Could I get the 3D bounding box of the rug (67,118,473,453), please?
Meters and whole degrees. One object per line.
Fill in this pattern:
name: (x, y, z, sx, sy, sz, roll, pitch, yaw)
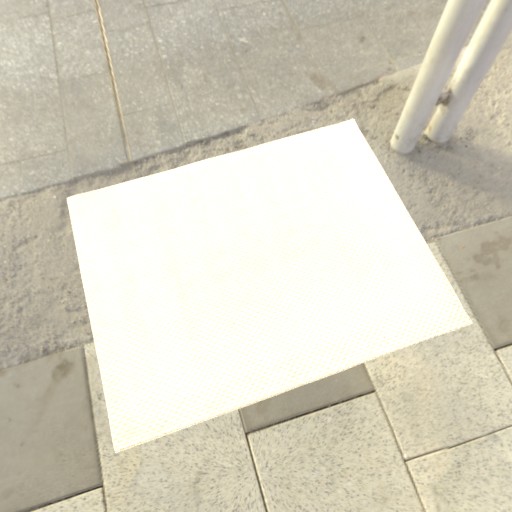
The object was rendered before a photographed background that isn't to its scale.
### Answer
rug: (0.000, 0.000, 3.805, 2.897, 0.035, 2.277, -17, 65, -8)
